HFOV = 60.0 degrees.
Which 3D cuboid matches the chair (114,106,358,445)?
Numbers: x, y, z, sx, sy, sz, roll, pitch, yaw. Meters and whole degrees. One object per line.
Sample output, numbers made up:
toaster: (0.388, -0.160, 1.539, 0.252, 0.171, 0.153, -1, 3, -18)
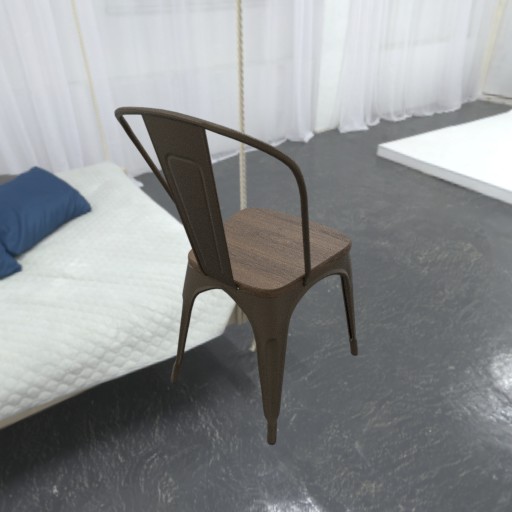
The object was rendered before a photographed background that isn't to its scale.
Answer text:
chair: (0.000, 0.000, 1.162, 0.451, 0.844, 0.532, 21, 37, 30)
